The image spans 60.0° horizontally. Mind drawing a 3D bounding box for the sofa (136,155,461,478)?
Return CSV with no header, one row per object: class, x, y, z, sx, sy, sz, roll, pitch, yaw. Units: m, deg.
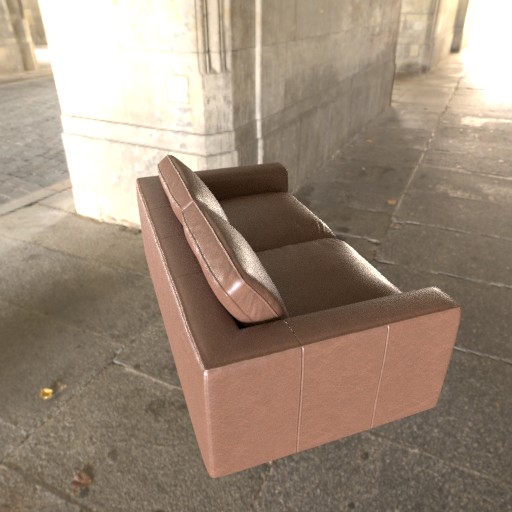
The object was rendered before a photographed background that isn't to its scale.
sofa,0.000,0.000,2.415,1.070,0.800,1.920,-10,31,-17
